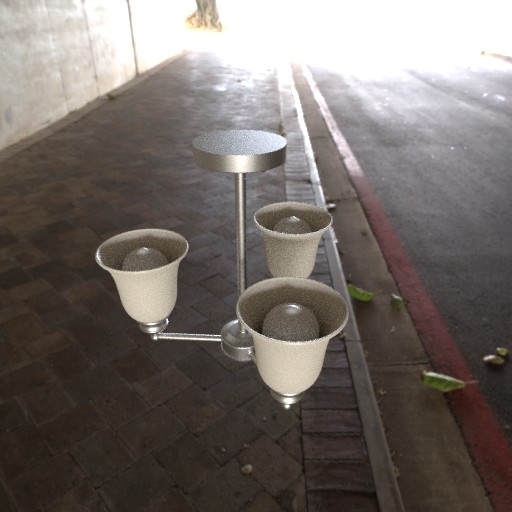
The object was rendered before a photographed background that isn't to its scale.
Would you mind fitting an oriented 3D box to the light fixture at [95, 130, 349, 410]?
[{"bbox_3d":[0.000,0.000,0.682,0.388,0.370,0.354,19,35,29],"label":"light fixture"}]
